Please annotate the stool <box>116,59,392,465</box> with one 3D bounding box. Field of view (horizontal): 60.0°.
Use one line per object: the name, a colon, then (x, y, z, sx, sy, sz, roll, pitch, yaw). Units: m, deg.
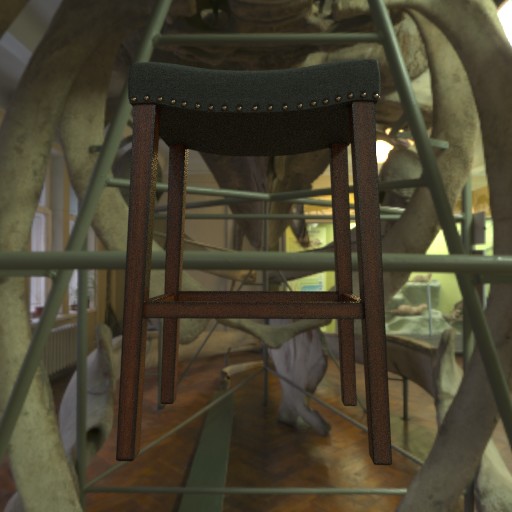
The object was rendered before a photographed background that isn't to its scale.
stool: (0.000, 0.000, 0.993, 0.502, 0.760, 0.366, 0, -1, 2)
